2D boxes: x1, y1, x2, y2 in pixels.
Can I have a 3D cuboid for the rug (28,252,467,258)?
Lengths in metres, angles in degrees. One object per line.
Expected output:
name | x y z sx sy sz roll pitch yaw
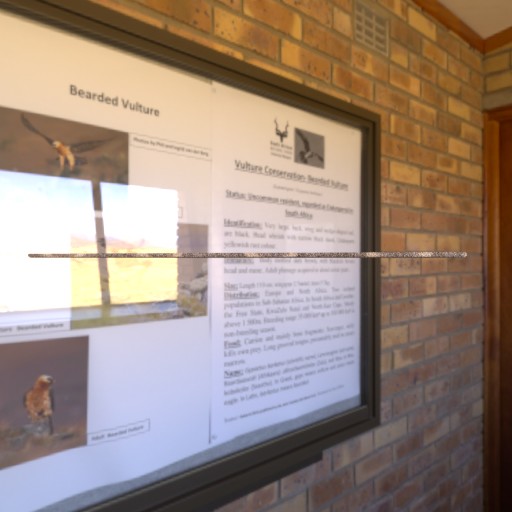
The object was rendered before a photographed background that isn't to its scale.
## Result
rug | 0.000 0.000 2.969 2.348 0.025 1.501 0 0 16
